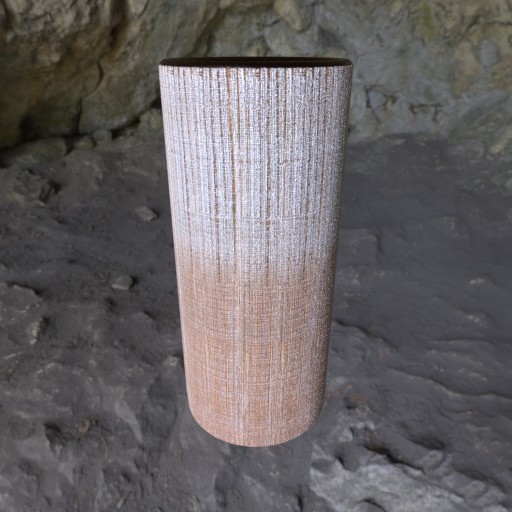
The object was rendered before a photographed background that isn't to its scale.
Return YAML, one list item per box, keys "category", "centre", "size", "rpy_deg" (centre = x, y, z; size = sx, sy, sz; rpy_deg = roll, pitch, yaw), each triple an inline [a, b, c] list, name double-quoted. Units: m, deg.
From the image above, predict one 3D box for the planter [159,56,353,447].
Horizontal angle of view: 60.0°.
- category: "planter"
  centre: [0.000, 0.000, 0.279]
  size: [0.100, 0.227, 0.100]
  rpy_deg: [0, 25, 0]
